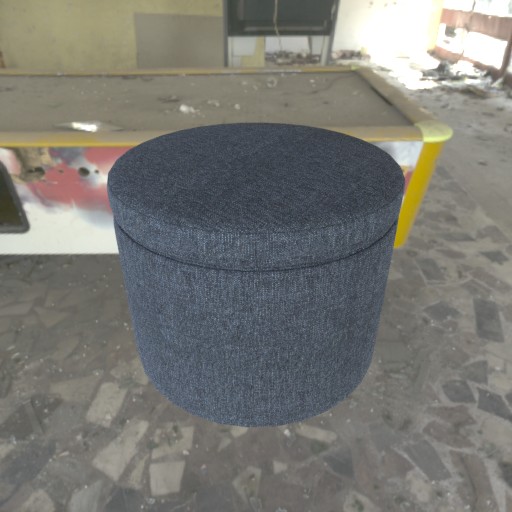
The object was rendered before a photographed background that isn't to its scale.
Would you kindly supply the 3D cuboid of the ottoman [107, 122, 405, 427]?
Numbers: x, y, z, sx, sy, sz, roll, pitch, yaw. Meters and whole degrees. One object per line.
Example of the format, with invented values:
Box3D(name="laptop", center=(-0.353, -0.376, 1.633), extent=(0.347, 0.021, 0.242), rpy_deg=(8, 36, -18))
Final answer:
Box3D(name="ottoman", center=(0.000, 0.000, 0.864), extent=(0.500, 0.419, 0.500), rpy_deg=(0, 32, 0))
